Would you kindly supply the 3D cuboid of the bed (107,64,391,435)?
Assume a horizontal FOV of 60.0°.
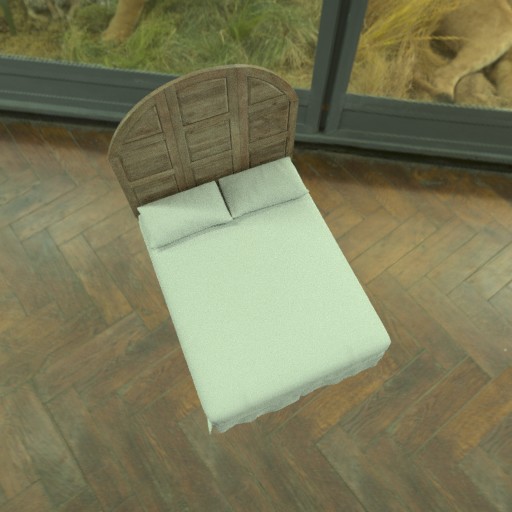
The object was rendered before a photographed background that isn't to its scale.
[{"bbox_3d":[0.000,0.000,3.557,1.713,2.002,2.112,-21,65,-10],"label":"bed"}]
